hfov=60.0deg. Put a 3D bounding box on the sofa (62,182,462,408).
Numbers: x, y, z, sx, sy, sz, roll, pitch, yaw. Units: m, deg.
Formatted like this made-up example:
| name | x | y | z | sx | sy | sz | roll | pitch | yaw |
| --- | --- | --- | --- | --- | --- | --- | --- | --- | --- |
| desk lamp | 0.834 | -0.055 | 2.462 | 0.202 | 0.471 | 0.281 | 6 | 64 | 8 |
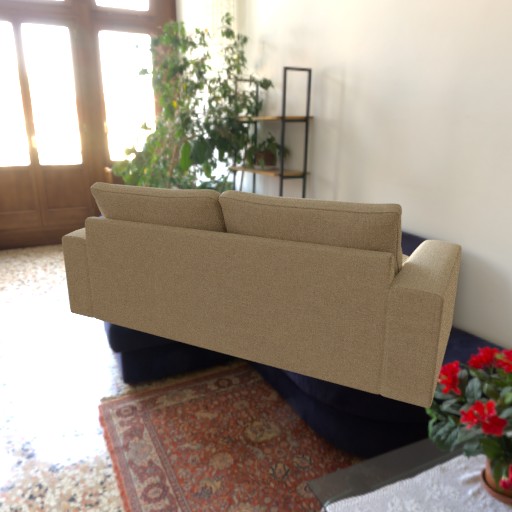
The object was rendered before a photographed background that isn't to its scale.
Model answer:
| name | x | y | z | sx | sy | sz | roll | pitch | yaw |
| --- | --- | --- | --- | --- | --- | --- | --- | --- | --- |
| sofa | 0.000 | 0.000 | 2.800 | 2.299 | 0.922 | 1.040 | 8 | 18 | 27 |
